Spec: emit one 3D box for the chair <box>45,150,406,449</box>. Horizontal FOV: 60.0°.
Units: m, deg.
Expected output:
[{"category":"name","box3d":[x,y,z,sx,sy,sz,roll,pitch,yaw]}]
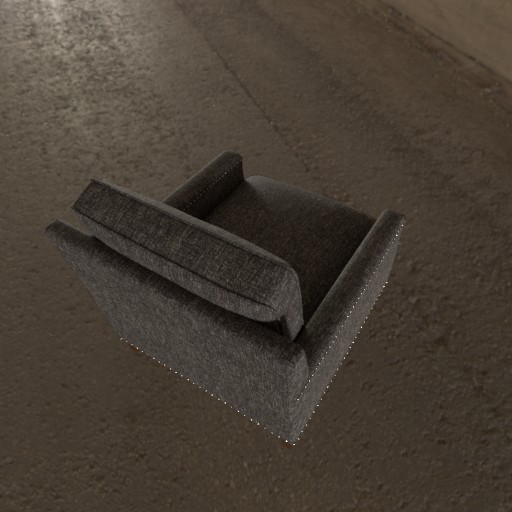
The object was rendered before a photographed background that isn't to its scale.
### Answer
[{"category":"chair","box3d":[0.000,0.000,1.676,0.853,0.943,1.014,25,52,22]}]
